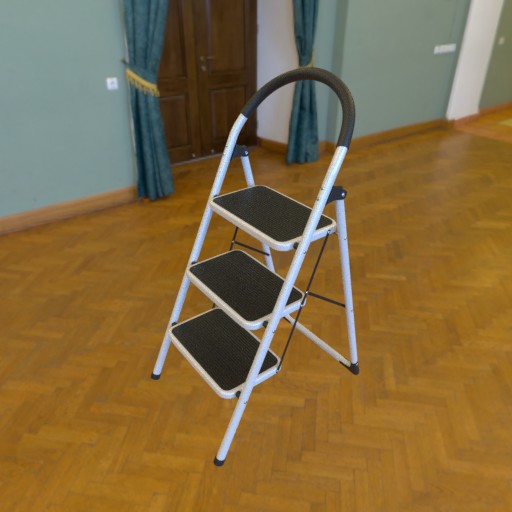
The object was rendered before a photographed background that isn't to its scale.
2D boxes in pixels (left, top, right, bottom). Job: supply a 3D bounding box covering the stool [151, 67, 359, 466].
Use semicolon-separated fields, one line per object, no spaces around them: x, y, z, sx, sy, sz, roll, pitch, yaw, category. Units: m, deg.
0.000;0.000;1.455;0.676;1.109;0.485;-22;37;-31;stool
